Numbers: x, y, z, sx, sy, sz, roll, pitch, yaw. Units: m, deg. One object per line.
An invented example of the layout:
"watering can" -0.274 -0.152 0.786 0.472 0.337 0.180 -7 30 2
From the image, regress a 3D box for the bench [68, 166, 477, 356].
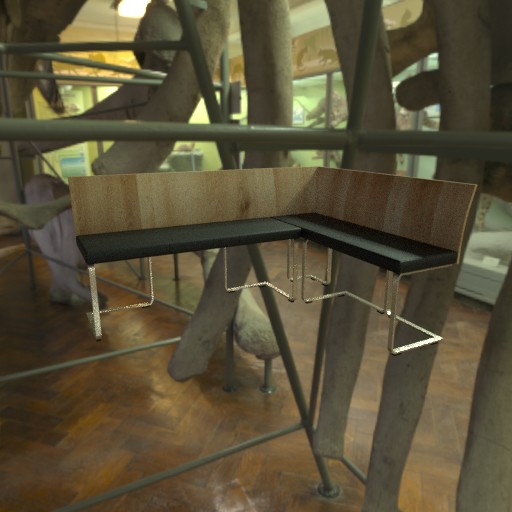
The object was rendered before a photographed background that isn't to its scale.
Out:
"bench" 0.000 0.000 2.751 1.945 0.930 1.495 -8 18 -26
